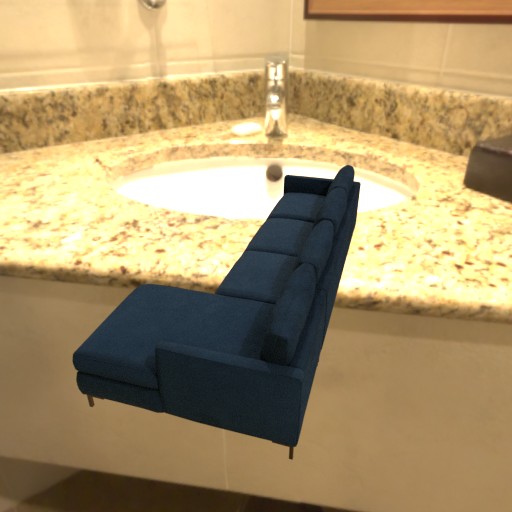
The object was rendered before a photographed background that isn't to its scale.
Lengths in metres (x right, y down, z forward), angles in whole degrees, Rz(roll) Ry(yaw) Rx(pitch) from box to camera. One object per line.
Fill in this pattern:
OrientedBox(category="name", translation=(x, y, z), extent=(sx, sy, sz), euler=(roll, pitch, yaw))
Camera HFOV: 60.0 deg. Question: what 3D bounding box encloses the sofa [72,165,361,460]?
OrientedBox(category="sofa", translation=(0.000, 0.000, 3.567), extent=(1.350, 0.810, 2.932), euler=(9, 30, 15))
